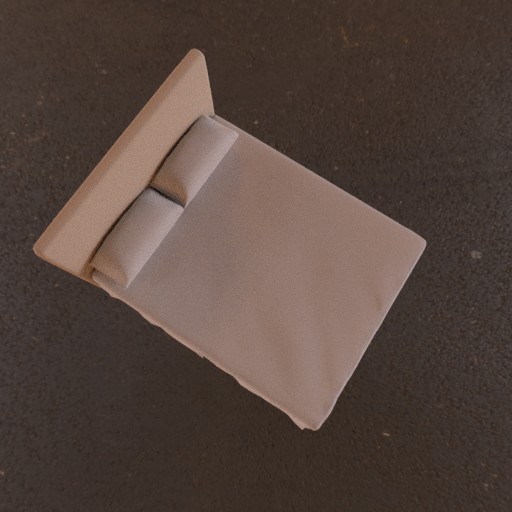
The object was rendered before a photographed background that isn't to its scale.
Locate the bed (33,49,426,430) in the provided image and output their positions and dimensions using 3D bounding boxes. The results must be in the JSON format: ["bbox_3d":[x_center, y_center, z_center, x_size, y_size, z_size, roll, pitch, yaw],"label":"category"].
[{"bbox_3d":[0.000,0.000,3.275,2.142,1.330,1.748,33,78,8],"label":"bed"}]
